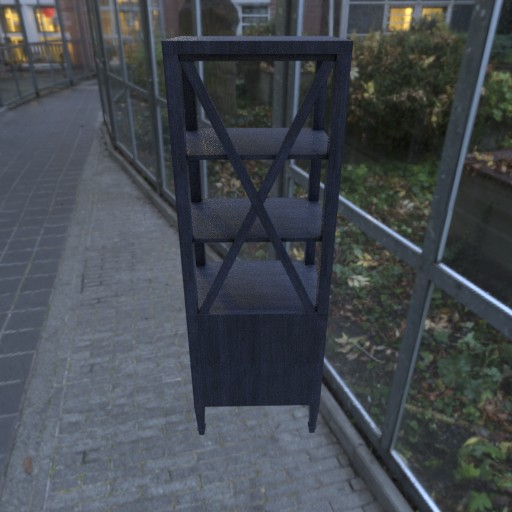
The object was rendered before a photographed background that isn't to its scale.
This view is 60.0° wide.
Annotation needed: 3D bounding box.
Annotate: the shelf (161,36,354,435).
[{"bbox_3d":[0.000,0.000,1.956,0.584,1.727,0.472,-1,28,-1],"label":"shelf"}]
